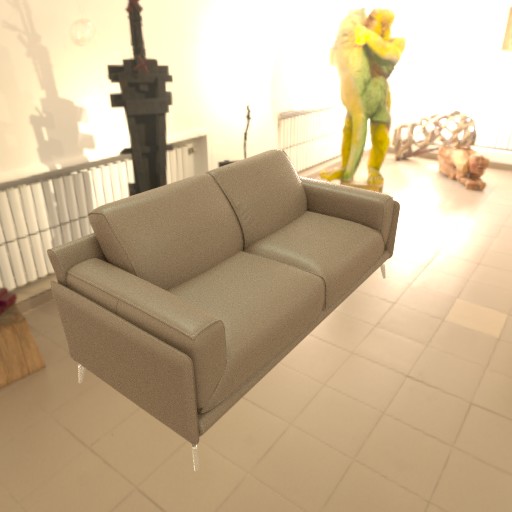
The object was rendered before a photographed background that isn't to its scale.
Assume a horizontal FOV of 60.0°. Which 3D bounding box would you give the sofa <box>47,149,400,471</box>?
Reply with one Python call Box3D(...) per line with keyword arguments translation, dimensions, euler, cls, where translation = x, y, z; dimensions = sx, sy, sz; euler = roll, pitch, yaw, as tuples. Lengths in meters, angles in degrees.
Box3D(translation=(0.000, 0.000, 2.617), dimensions=(1.049, 0.930, 2.101), euler=(18, 32, 32), cls="sofa")
